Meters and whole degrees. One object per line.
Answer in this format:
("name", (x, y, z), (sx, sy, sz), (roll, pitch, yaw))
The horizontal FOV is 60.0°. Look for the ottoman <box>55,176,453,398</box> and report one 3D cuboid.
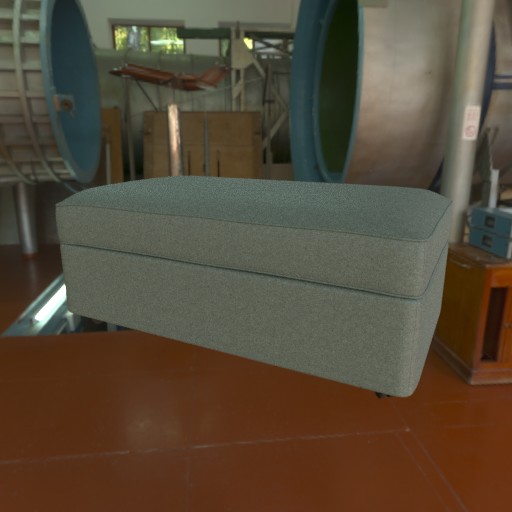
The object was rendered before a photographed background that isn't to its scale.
("ottoman", (0.000, 0.000, 1.525), (1.173, 0.494, 0.681), (8, 17, 26))
